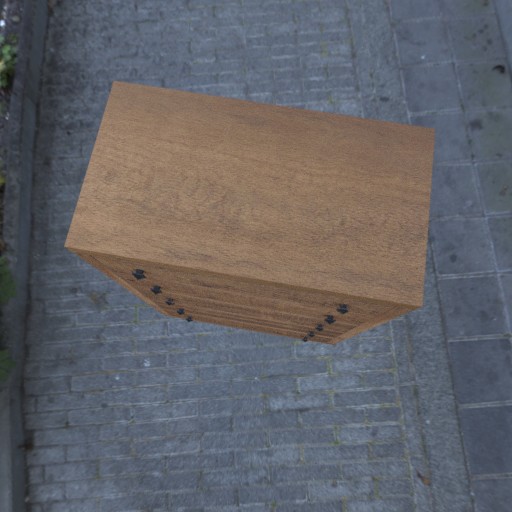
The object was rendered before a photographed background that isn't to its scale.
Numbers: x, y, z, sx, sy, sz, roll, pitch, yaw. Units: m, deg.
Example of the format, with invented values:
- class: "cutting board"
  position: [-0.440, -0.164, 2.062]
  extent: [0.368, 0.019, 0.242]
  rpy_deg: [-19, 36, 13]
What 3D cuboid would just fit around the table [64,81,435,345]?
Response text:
- class: "table"
  position: [0.000, 0.000, 1.781]
  extent: [0.901, 1.294, 0.524]
  rpy_deg: [9, 75, 3]
